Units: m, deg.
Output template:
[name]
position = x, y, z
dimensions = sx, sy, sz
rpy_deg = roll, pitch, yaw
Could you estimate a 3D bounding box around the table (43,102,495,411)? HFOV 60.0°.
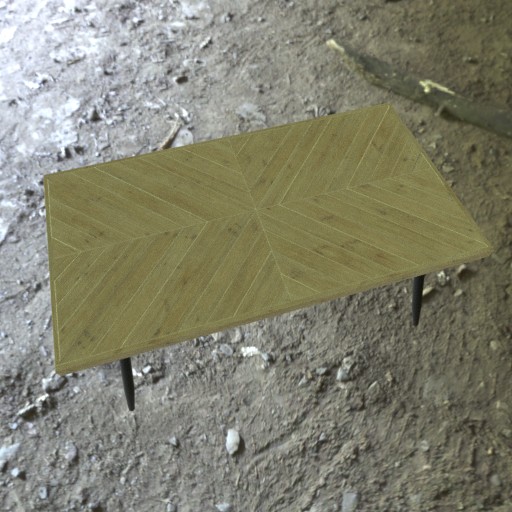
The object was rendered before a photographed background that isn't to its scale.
[table]
position = 0.000, 0.000, 2.304
dimensions = 1.803, 0.762, 0.991
rpy_deg = -14, 58, -9
